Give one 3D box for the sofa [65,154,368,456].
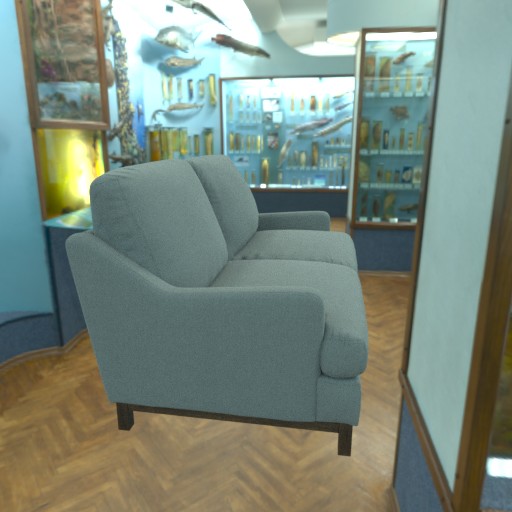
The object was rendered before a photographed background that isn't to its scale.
[{"bbox_3d":[0.000,0.000,2.135,0.987,0.921,1.589,3,15,9],"label":"sofa"}]
